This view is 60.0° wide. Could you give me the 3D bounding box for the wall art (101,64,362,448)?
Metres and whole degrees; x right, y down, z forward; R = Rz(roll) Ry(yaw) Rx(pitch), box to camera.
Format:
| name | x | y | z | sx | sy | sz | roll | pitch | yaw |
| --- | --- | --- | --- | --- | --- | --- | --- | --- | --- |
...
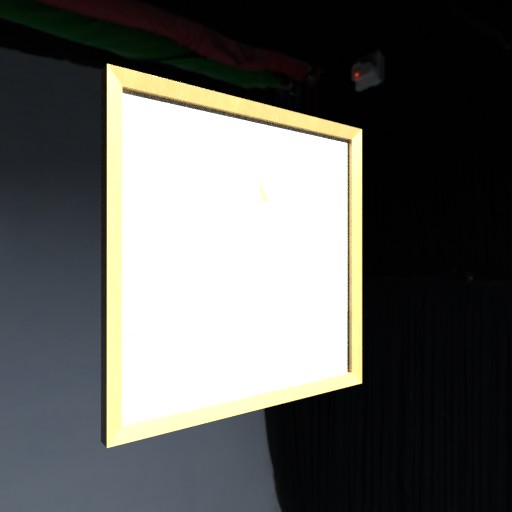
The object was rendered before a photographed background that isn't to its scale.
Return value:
| name | x | y | z | sx | sy | sz | roll | pitch | yaw |
| --- | --- | --- | --- | --- | --- | --- | --- | --- | --- |
| wall art | 0.000 | 0.000 | 2.845 | 1.935 | 1.936 | 0.097 | 0 | 0 | -36 |
